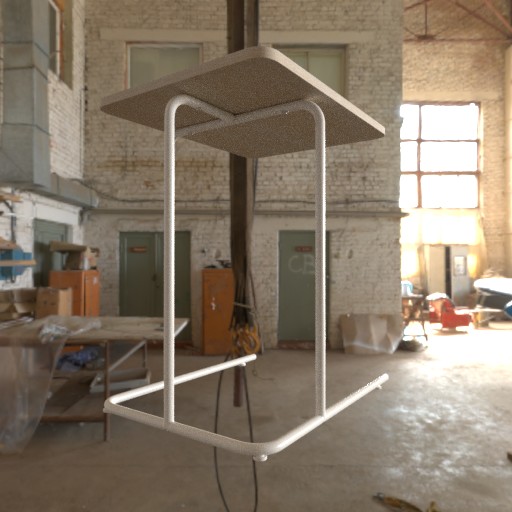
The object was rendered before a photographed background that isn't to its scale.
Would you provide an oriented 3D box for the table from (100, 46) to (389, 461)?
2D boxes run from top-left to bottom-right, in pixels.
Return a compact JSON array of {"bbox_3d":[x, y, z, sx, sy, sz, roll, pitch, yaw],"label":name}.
[{"bbox_3d":[0.000,0.000,0.874,0.370,0.550,0.480,0,-1,35],"label":"table"}]
